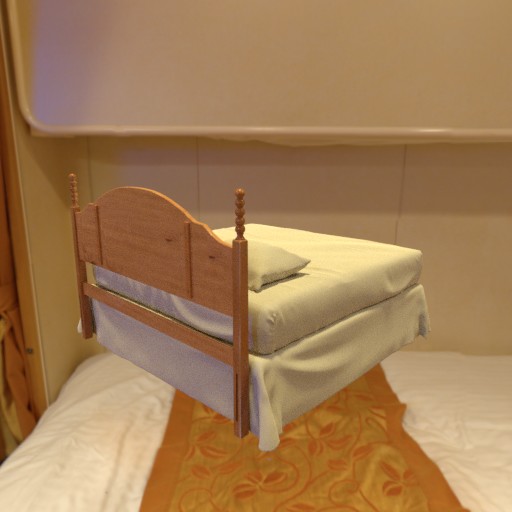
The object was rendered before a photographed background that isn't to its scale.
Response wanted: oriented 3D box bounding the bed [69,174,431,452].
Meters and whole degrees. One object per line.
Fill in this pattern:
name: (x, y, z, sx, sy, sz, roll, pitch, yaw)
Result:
bed: (0.000, 0.000, 3.672, 2.322, 1.355, 2.219, 13, 19, 43)
